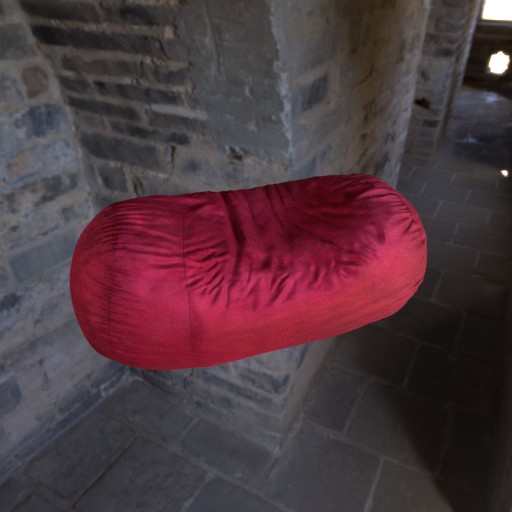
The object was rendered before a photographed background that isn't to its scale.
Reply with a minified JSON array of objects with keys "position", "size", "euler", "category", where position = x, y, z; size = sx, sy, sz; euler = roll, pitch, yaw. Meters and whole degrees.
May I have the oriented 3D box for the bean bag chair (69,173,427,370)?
[{"position":[0.000,0.000,2.906],"size":[2.293,0.867,1.216],"euler":[-10,33,-15],"category":"bean bag chair"}]
